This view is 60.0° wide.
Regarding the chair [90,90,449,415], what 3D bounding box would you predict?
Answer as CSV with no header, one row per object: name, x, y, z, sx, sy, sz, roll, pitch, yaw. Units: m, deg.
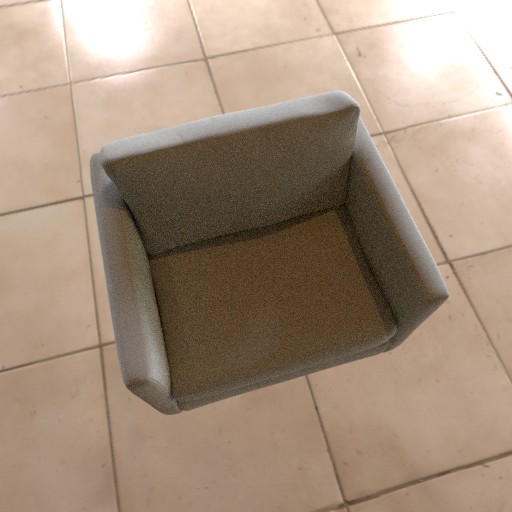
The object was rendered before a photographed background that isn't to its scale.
chair,0.000,0.000,1.810,1.107,0.961,0.953,-14,65,-7
